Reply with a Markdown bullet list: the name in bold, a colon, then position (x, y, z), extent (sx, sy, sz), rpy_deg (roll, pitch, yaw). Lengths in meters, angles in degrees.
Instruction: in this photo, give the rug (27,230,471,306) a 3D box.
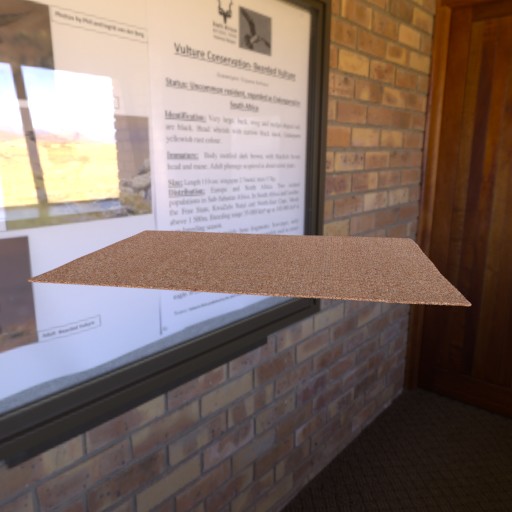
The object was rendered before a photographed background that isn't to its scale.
- **rug**: position (0.000, 0.000, 2.804), extent (2.141, 0.013, 1.566), rpy_deg (2, 13, 9)
